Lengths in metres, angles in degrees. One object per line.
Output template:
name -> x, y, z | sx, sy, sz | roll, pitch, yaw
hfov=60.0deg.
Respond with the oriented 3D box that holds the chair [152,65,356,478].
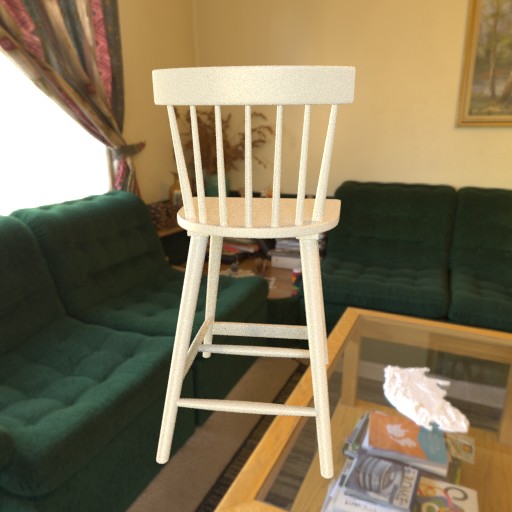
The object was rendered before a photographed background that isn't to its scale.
chair -> 0.000, 0.000, 1.239 | 0.483, 0.952, 0.572 | 2, 16, 7
